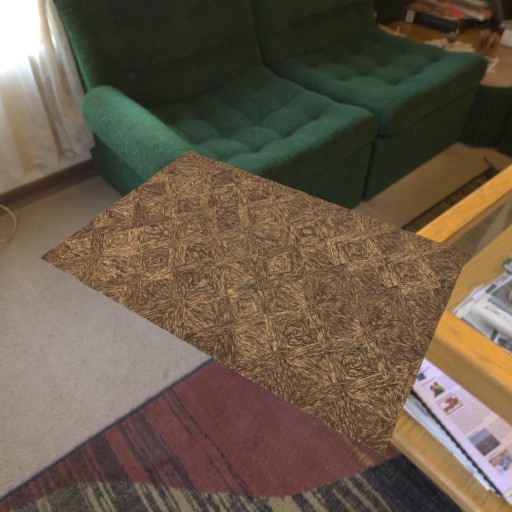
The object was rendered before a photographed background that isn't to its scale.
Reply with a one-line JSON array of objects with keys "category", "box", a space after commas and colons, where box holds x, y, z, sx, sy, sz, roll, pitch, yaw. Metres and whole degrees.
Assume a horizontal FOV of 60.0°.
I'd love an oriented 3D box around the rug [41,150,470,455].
[{"category": "rug", "box": [0.000, 0.000, 2.227, 1.808, 0.011, 1.189, 24, 50, 22]}]
